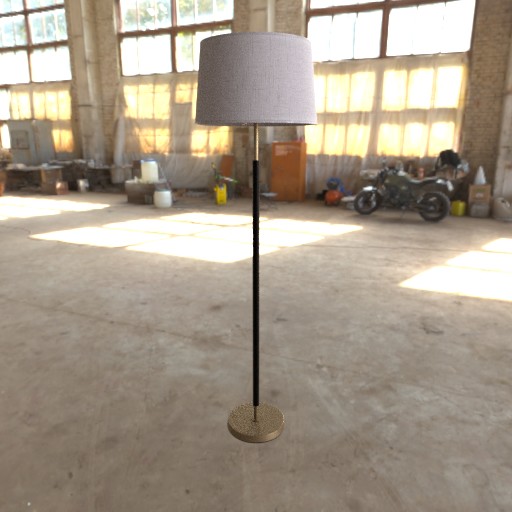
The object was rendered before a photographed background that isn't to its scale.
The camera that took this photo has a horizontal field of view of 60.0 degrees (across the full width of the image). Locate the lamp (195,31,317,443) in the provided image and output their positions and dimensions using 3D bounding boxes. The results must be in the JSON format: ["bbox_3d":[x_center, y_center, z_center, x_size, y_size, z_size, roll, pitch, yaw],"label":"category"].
[{"bbox_3d":[0.000,0.000,1.652,0.420,1.447,0.420,0,15,0],"label":"lamp"}]
